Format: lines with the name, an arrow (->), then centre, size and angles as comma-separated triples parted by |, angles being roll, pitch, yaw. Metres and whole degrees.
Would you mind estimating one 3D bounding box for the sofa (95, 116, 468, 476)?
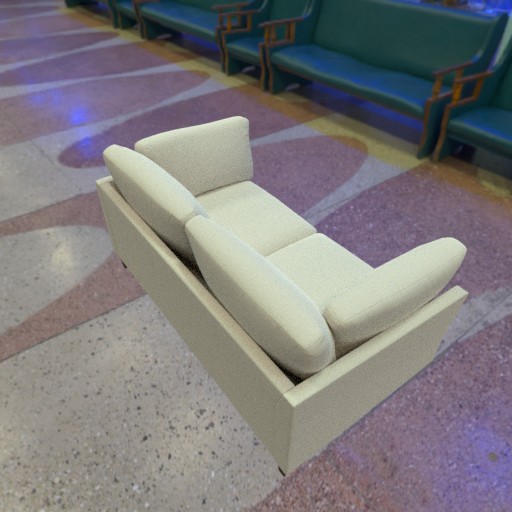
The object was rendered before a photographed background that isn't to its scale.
sofa -> 0.000, 0.000, 2.294 | 0.970, 0.836, 1.776 | -26, 47, -27
